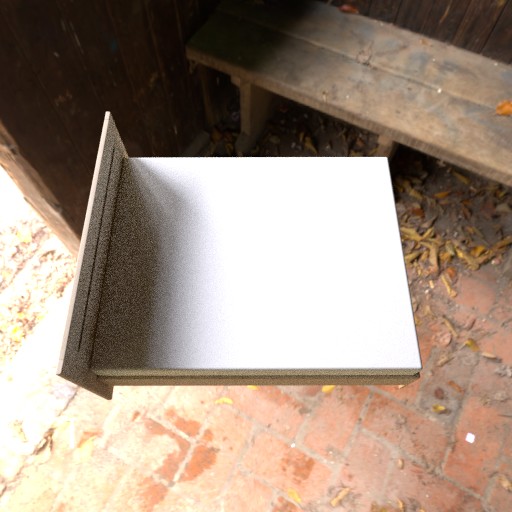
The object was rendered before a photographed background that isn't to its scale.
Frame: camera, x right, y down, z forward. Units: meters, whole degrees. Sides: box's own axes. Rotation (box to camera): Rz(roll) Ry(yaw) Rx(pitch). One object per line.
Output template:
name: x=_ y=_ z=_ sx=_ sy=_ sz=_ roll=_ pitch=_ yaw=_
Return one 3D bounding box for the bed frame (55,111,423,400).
bed frame: x=0.000 y=0.000 z=3.091 sx=2.080 sy=0.900 sz=1.800 roll=0 pitch=64 yaw=0
